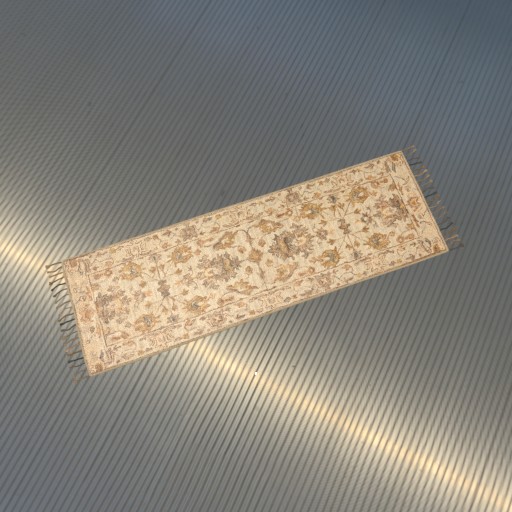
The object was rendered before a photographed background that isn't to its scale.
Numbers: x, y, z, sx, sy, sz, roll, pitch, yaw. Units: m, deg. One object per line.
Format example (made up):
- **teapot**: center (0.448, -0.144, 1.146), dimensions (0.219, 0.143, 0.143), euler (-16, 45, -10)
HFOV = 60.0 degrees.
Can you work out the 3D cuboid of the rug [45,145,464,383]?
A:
- **rug**: center (0.000, 0.000, 2.678), dimensions (2.438, 0.021, 0.729), euler (-19, 76, -5)
